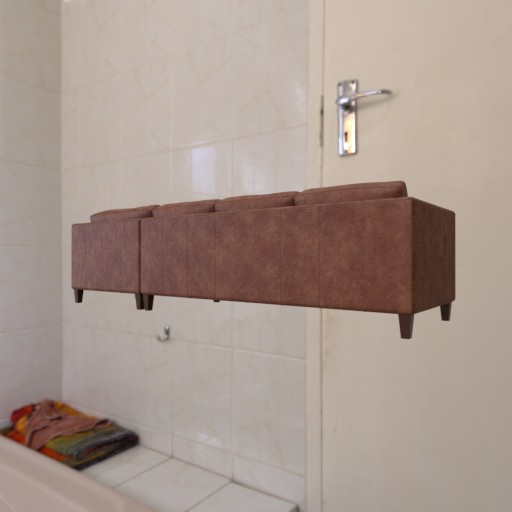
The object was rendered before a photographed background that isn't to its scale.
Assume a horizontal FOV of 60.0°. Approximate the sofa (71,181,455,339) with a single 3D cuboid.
[{"bbox_3d":[0.000,0.000,3.872,3.203,0.883,1.581,0,0,37],"label":"sofa"}]
